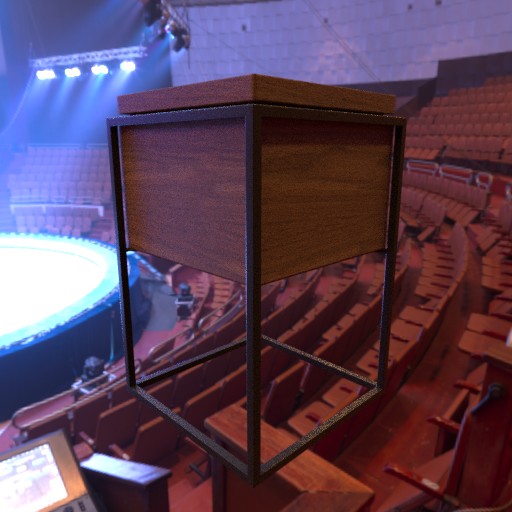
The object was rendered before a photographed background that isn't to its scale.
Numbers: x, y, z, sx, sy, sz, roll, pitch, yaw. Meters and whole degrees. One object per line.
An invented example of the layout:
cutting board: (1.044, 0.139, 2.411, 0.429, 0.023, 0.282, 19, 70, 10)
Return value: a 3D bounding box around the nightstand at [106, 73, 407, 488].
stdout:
nightstand: (0.000, 0.000, 0.888, 0.397, 0.607, 0.397, -13, 19, -43)
